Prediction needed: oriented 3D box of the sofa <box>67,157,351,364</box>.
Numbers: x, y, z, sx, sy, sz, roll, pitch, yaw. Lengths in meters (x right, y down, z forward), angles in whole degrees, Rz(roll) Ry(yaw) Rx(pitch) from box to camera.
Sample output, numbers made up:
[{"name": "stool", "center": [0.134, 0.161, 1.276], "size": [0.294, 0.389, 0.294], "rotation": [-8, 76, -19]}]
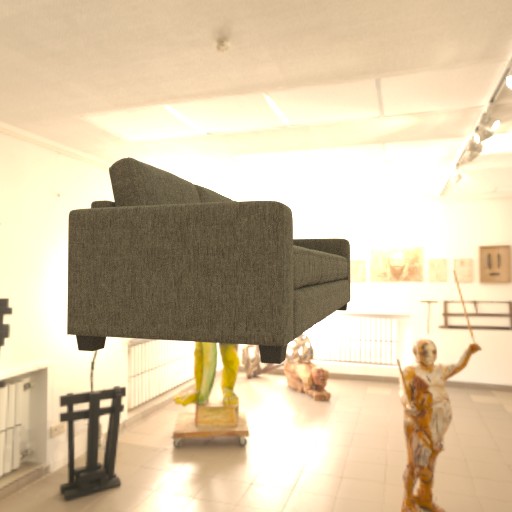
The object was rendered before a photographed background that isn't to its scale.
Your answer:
[{"name": "sofa", "center": [0.000, 0.000, 2.633], "size": [0.900, 0.800, 2.160], "rotation": [-1, -2, 18]}]
